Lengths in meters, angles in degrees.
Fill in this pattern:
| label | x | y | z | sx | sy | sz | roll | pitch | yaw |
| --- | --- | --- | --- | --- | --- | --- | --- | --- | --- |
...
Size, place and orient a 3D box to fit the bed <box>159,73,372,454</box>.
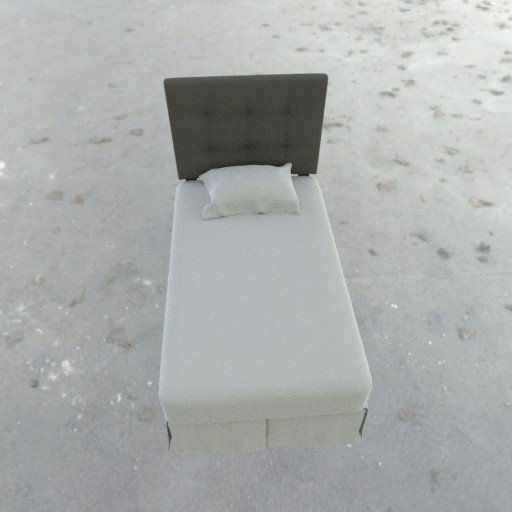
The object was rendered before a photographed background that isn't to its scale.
| label | x | y | z | sx | sy | sz | roll | pitch | yaw |
| --- | --- | --- | --- | --- | --- | --- | --- | --- | --- |
| bed | 0.000 | 0.000 | 2.958 | 1.261 | 1.571 | 1.997 | -3 | 47 | -3 |
